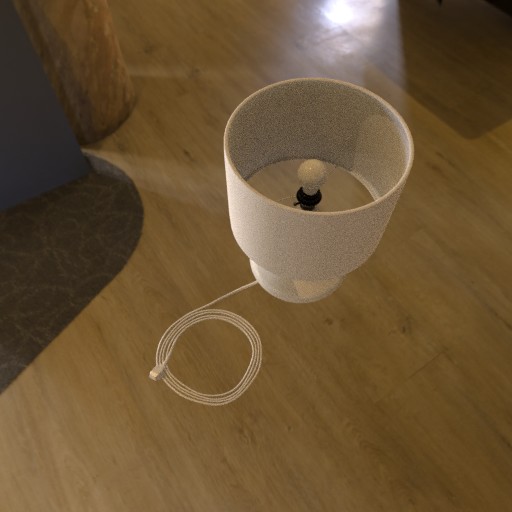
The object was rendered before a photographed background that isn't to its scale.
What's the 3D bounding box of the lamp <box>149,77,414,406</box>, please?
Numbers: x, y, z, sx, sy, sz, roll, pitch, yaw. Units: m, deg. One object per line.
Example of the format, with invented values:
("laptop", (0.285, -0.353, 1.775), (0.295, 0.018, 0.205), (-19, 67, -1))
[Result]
("lamp", (0.000, 0.000, 0.865), (0.546, 0.457, 0.401), (-15, 60, -9))
